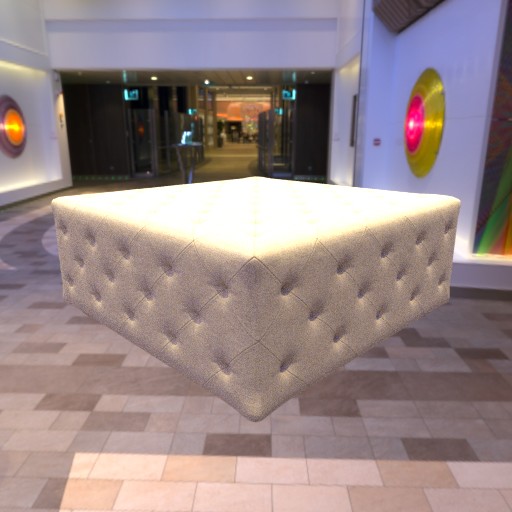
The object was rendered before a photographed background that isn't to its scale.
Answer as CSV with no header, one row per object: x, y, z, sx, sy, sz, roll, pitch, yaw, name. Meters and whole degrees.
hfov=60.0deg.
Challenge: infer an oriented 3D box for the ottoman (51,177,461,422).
0.000,0.000,1.601,1.028,0.439,1.028,-15,22,-43,ottoman
